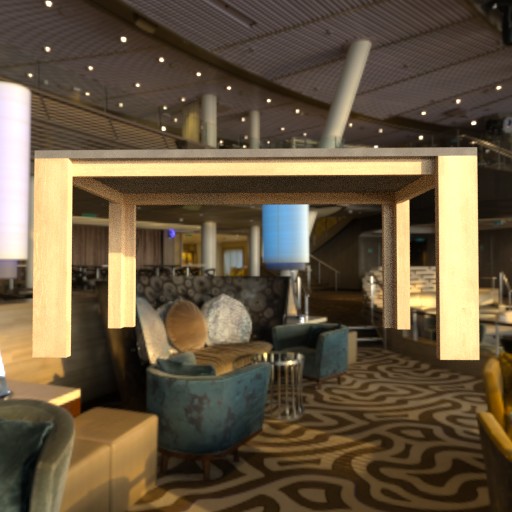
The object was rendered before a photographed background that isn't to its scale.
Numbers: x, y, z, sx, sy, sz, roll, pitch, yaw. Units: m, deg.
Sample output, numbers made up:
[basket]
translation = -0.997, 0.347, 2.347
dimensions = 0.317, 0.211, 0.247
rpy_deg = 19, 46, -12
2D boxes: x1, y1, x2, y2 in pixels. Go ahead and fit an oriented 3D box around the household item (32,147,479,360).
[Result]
[household item]
translation = 0.000, 0.000, 2.019
dimensions = 1.600, 0.755, 0.850
rpy_deg = 0, -1, 2
